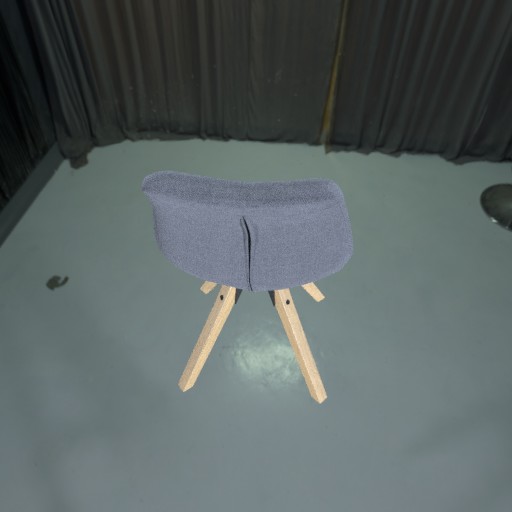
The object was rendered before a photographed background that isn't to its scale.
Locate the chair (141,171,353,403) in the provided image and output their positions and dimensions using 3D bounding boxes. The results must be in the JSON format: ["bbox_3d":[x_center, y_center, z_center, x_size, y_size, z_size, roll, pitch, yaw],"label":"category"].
[{"bbox_3d":[0.000,0.000,1.161,0.485,0.850,0.550,4,47,4],"label":"chair"}]
